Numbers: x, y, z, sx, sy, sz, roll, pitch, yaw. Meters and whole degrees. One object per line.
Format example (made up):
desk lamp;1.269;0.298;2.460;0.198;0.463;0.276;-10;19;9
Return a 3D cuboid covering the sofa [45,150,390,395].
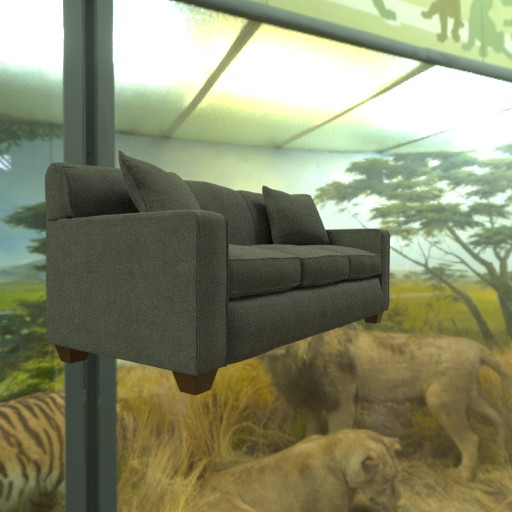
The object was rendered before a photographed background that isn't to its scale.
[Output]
sofa;0.000;0.000;2.587;0.997;0.958;2.024;1;1;35
